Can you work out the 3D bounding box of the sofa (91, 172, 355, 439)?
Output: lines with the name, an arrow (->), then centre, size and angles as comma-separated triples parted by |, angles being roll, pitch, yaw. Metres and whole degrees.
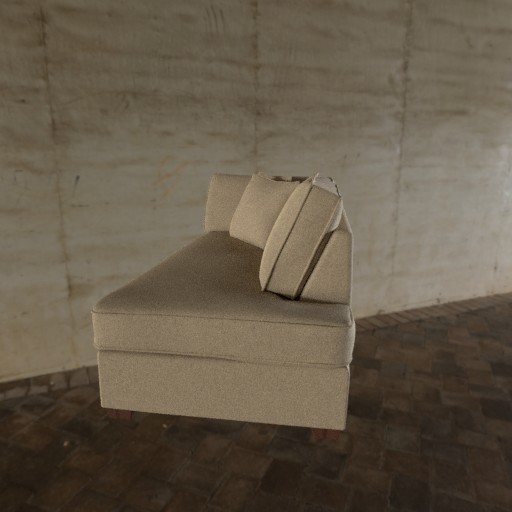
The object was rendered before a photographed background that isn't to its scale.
sofa -> 0.000, 0.000, 2.806 | 1.110, 1.033, 2.237 | 2, 13, 8
